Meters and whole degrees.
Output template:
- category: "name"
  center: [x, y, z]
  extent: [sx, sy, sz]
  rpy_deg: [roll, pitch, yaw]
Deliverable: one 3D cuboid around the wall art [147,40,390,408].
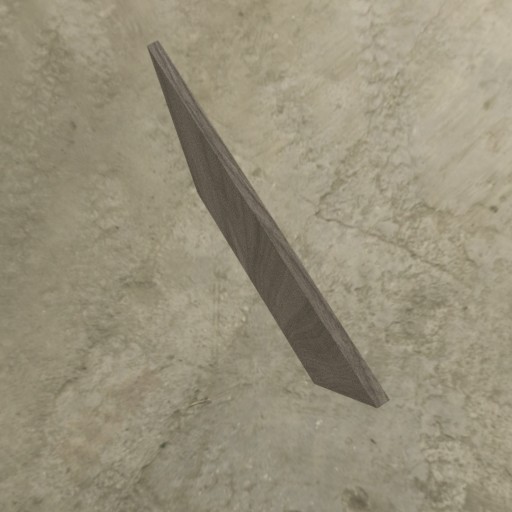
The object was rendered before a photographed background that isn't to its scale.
- category: "wall art"
  center: [0.000, 0.000, 0.754]
  extent: [0.016, 0.507, 0.508]
  rpy_deg: [-30, 78, -7]
